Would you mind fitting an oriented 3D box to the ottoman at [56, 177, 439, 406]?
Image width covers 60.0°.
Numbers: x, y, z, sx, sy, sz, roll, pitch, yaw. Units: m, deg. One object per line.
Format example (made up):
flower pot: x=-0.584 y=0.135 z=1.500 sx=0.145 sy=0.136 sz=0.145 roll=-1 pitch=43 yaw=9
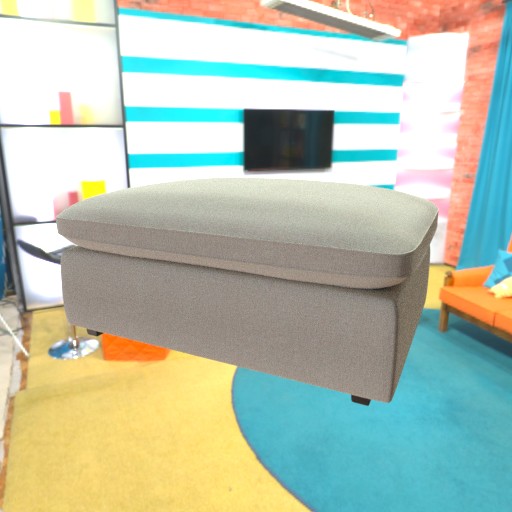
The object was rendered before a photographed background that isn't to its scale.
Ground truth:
ottoman: x=0.000 y=0.000 z=1.357 sx=0.984 sy=0.453 sz=0.686 roll=7 pitch=17 yaw=25
